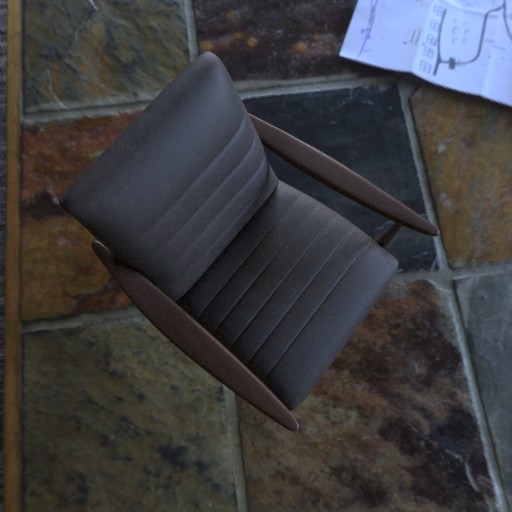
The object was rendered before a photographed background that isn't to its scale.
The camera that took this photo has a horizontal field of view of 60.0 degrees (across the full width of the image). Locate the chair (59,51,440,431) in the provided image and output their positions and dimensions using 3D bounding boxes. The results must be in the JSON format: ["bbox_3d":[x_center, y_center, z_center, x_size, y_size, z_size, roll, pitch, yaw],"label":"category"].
[{"bbox_3d":[0.000,0.000,1.430,0.798,0.831,0.741,38,77,10],"label":"chair"}]
